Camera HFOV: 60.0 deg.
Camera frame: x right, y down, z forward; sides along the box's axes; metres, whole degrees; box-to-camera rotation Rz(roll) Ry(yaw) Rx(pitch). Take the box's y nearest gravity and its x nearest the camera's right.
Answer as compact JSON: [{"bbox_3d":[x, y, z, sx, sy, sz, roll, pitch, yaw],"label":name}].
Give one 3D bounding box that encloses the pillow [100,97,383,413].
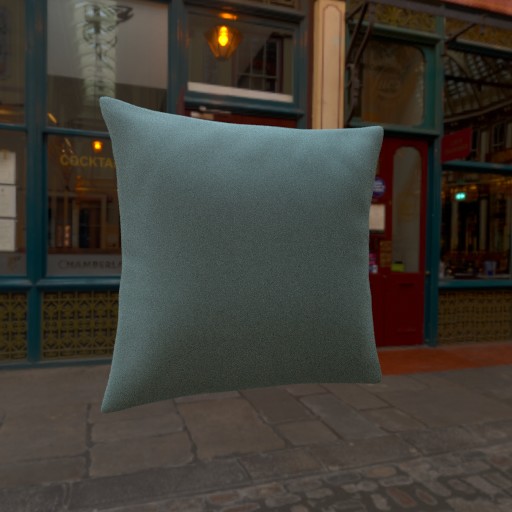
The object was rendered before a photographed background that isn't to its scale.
[{"bbox_3d":[0.000,0.000,0.792,0.526,0.507,0.166,0,0,-18],"label":"pillow"}]
